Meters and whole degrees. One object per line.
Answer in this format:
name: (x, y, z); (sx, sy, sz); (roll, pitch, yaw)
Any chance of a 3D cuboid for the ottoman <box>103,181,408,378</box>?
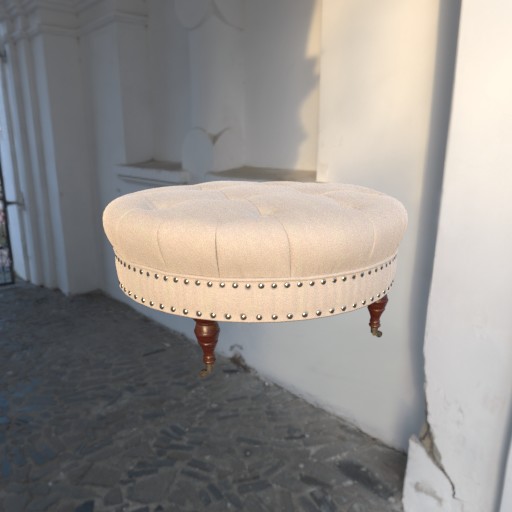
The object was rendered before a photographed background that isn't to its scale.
ottoman: (0.000, 0.000, 1.409); (0.901, 0.439, 0.901); (0, 15, 0)
